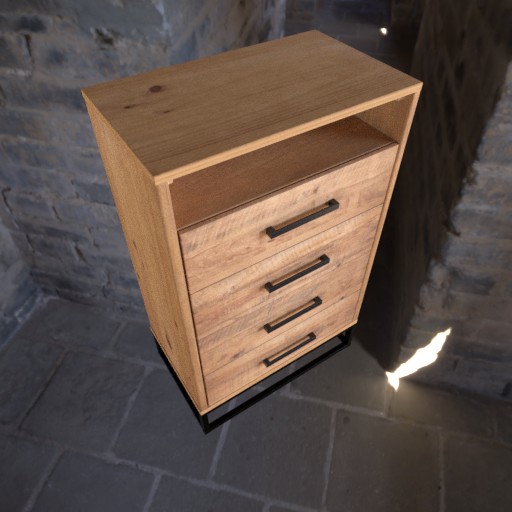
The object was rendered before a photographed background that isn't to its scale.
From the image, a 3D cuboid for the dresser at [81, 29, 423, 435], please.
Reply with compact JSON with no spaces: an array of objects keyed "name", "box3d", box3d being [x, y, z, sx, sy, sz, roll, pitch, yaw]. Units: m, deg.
[{"name":"dresser","box3d":[0.000,0.000,1.576,0.761,1.240,0.479,-25,51,-22]}]
